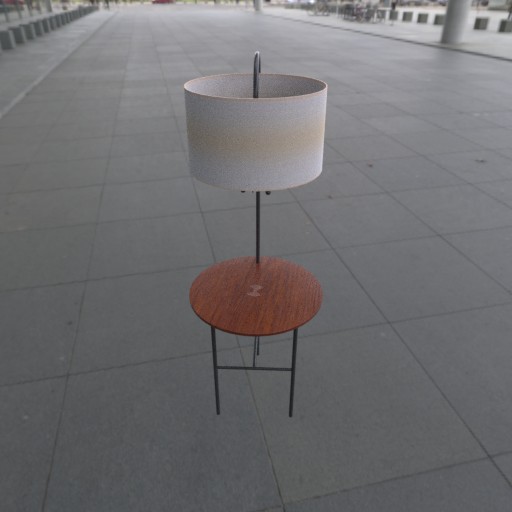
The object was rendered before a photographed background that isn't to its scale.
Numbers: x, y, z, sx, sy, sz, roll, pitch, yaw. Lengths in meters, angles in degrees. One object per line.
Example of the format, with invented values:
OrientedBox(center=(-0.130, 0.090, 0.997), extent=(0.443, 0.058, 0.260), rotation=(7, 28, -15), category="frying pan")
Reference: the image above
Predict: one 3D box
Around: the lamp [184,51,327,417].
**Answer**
OrientedBox(center=(0.000, 0.000, 1.828), extent=(0.573, 1.517, 0.573), rotation=(0, 31, 0), category="lamp")
